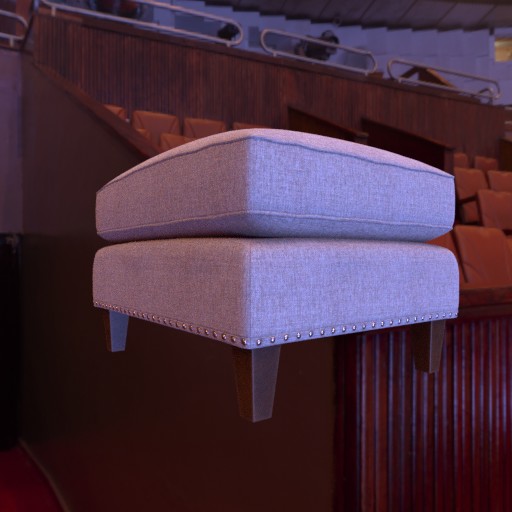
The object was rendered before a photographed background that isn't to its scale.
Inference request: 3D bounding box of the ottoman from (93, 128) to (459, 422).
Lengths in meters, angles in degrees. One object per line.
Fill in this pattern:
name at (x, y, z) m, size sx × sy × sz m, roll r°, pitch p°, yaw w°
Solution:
ottoman at (0.000, 0.000, 1.100) m, size 0.584 × 0.513 × 0.741 m, roll 0°, pitch 0°, yaw -37°
